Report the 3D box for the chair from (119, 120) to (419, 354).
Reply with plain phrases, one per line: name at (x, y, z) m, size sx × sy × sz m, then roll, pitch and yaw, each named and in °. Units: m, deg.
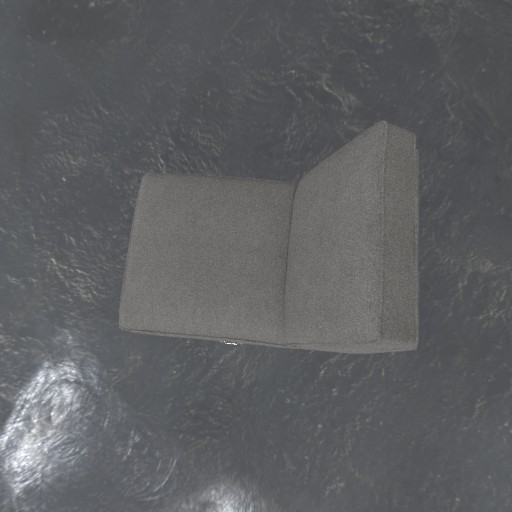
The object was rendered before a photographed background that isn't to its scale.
chair at (0.000, 0.000, 1.591) m, size 0.938 × 0.970 × 0.621 m, roll 5°, pitch 77°, yaw 1°
